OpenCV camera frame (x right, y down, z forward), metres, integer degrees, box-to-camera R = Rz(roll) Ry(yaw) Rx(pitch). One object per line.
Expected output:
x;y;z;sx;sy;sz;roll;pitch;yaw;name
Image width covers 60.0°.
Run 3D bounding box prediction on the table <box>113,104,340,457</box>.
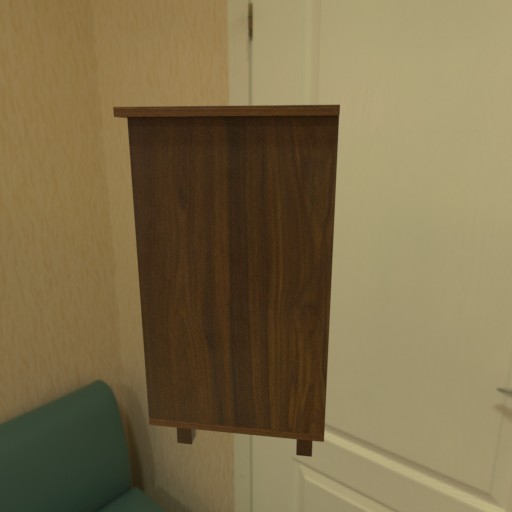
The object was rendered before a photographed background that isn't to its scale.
0.000;0.000;1.205;0.390;0.725;0.802;2;15;8;table
